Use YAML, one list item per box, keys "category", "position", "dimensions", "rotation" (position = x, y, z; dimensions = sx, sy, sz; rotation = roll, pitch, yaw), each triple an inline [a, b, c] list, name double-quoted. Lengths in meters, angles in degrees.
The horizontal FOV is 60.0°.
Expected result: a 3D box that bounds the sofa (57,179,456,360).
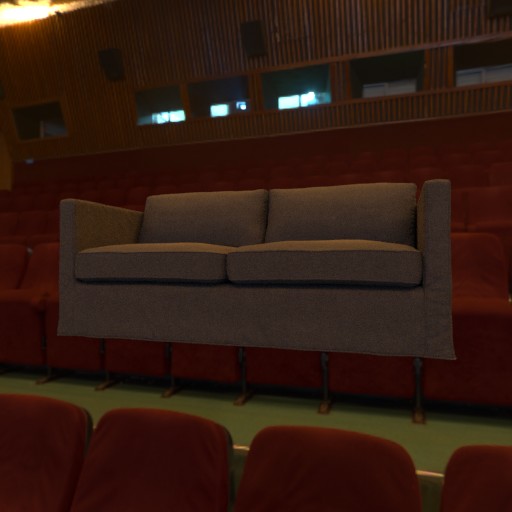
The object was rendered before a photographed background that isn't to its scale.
- category: "sofa"
  position: [0.000, 0.000, 2.502]
  dimensions: [1.982, 0.855, 0.953]
  rotation: [0, -1, 18]
